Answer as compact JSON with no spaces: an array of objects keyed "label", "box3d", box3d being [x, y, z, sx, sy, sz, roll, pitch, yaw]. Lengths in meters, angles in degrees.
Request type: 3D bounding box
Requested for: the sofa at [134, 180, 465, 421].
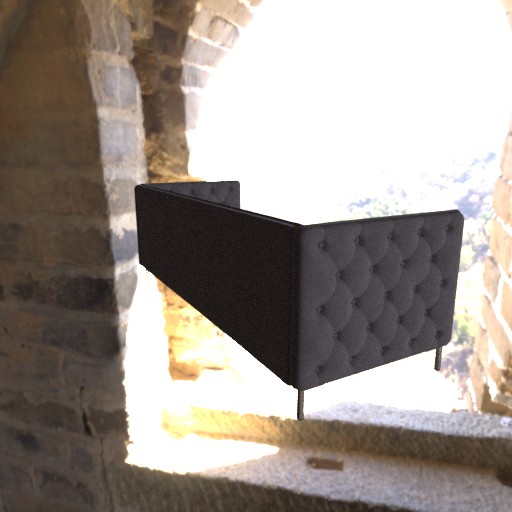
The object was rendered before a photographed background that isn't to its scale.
[{"label":"sofa","box3d":[0.000,0.000,2.706,0.895,0.771,2.209,-8,16,-29]}]
